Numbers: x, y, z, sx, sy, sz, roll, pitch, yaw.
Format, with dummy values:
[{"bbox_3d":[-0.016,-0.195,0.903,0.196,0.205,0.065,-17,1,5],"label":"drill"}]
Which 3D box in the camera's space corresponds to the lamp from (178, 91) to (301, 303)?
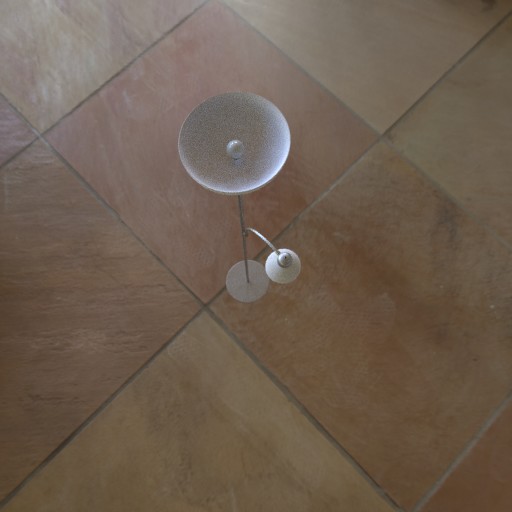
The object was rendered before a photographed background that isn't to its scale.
[{"bbox_3d":[0.000,0.000,1.922,0.279,1.804,0.425,-41,79,-9],"label":"lamp"}]
